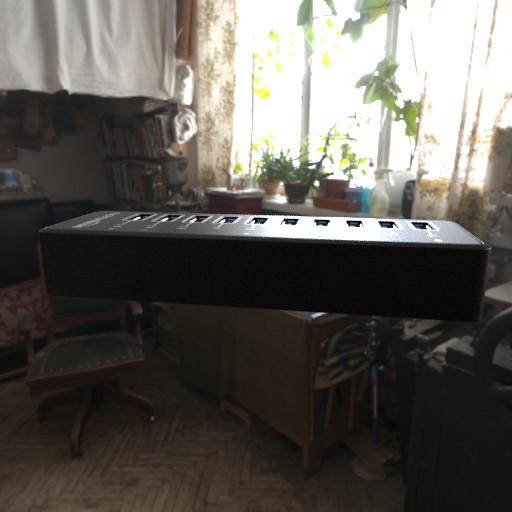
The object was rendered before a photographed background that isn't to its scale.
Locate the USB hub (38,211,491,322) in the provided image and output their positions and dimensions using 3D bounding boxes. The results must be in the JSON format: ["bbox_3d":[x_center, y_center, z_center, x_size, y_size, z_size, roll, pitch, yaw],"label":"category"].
[{"bbox_3d":[0.000,0.000,0.160,0.145,0.023,0.044,3,15,9],"label":"USB hub"}]
